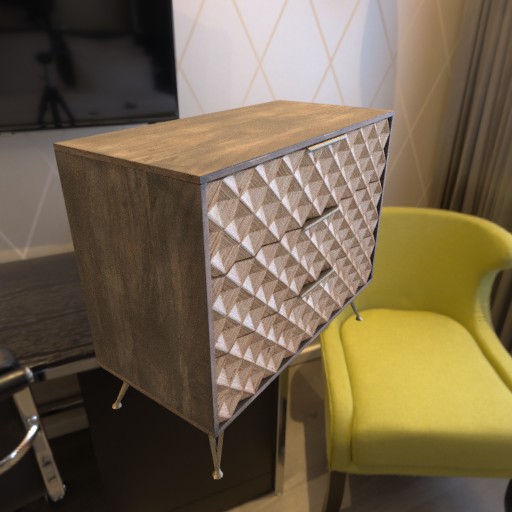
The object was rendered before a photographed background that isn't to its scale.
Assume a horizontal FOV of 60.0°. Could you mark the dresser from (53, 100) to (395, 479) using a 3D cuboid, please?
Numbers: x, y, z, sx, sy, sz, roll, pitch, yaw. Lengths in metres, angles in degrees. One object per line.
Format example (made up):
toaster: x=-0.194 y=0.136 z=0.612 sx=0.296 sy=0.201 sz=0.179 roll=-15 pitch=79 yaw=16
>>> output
dresser: x=0.000 y=0.000 z=1.384 sx=0.453 sy=0.801 sz=0.923 roll=18 pitch=32 yaw=32
